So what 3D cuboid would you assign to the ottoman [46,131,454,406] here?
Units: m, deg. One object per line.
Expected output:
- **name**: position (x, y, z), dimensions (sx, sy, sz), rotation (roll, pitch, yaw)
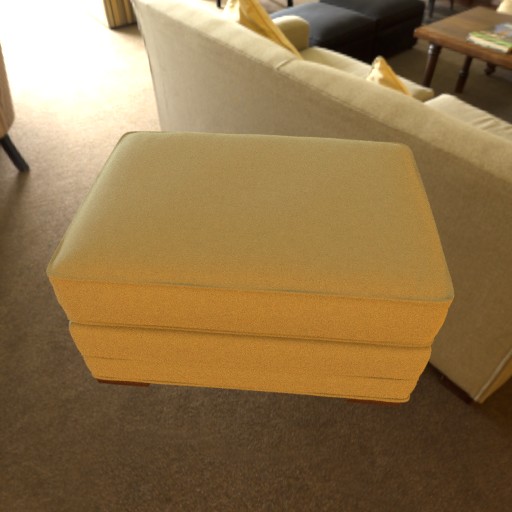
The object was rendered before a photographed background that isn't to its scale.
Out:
- **ottoman**: position (0.000, 0.000, 1.208), dimensions (0.848, 0.482, 0.611), rotation (3, 45, 3)
